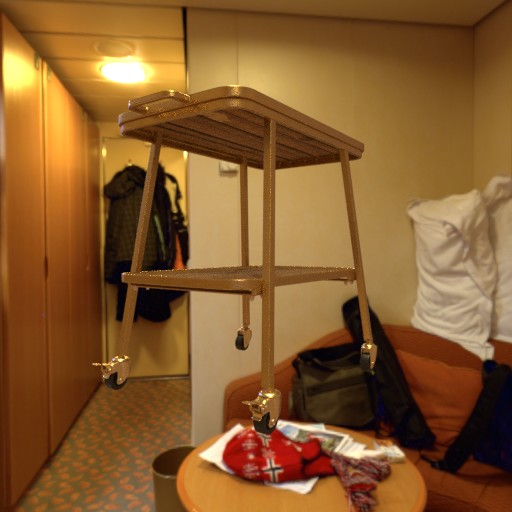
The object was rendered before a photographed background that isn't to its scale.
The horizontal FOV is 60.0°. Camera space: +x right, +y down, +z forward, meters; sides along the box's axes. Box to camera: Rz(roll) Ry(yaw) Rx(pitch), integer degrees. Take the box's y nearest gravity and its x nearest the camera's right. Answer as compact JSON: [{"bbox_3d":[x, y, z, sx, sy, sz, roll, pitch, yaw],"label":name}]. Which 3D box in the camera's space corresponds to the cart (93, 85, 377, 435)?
[{"bbox_3d":[0.000,0.000,1.273,0.524,0.700,0.806,1,1,36],"label":"cart"}]
